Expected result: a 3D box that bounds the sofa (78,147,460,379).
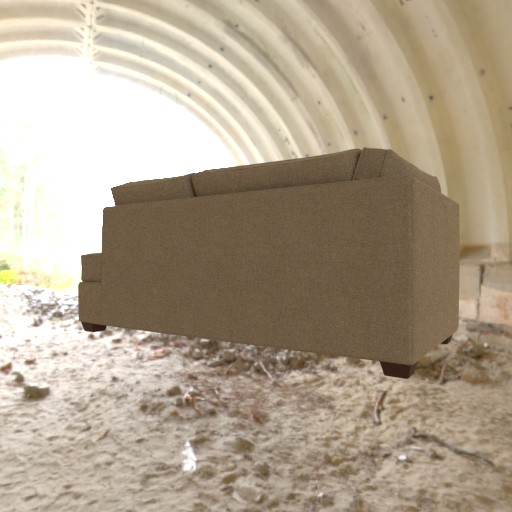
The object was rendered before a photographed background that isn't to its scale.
[{"bbox_3d":[0.000,0.000,2.830,2.238,1.019,1.110,0,-1,34],"label":"sofa"}]
